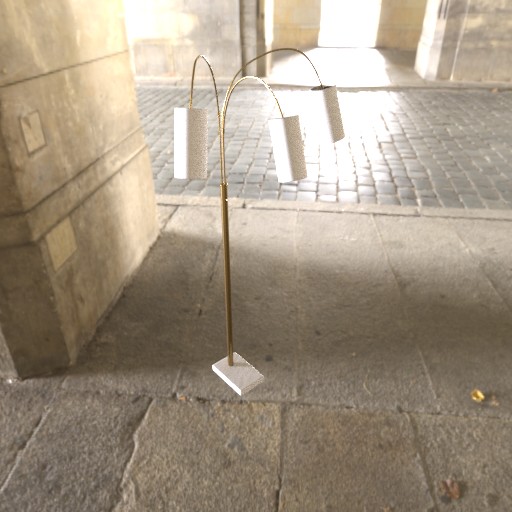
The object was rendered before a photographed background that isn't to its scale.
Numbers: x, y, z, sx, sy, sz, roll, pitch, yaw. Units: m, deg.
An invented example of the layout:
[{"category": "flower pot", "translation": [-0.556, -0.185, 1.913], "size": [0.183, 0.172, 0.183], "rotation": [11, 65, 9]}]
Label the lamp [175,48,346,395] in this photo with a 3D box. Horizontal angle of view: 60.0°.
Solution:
[{"category": "lamp", "translation": [0.000, 0.000, 2.450], "size": [1.020, 2.055, 0.667], "rotation": [-23, 38, -34]}]
